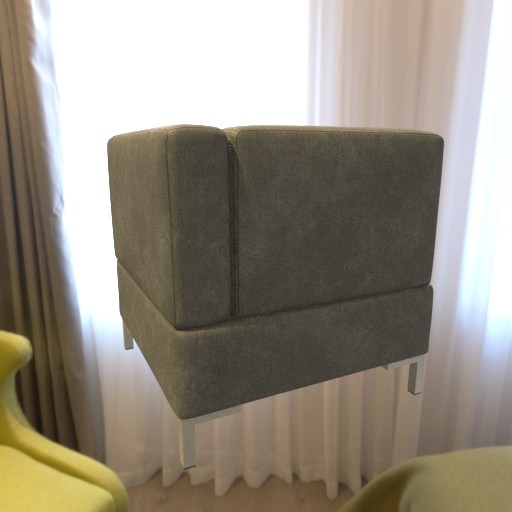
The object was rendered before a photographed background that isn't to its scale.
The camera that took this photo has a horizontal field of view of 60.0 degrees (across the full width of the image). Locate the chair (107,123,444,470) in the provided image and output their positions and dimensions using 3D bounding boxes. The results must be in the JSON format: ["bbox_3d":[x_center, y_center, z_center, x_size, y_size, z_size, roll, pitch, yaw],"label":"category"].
[{"bbox_3d":[0.000,0.000,1.213,0.680,0.660,0.680,-7,15,-26],"label":"chair"}]
